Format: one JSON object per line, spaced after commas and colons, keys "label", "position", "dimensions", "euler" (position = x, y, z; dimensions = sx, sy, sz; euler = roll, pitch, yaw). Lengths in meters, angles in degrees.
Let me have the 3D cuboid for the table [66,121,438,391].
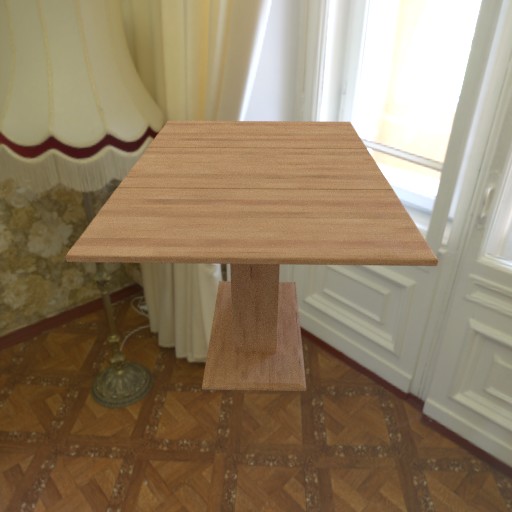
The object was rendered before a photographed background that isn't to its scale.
{"label": "table", "position": [0.000, 0.000, 1.821], "dimensions": [0.900, 0.770, 1.300], "euler": [1, 31, 1]}
